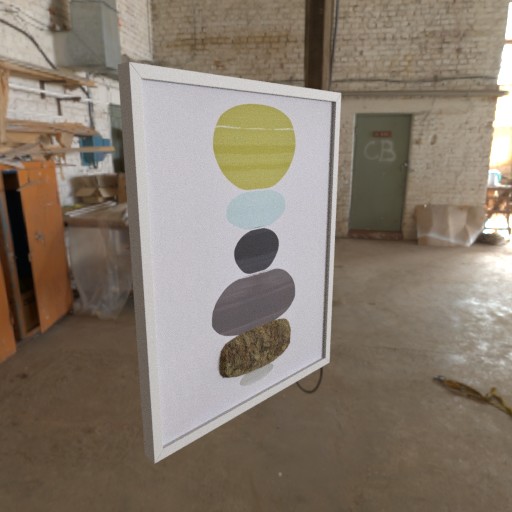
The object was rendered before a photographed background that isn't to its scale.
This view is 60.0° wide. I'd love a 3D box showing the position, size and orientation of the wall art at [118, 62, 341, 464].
[{"bbox_3d":[0.000,0.000,1.032,0.055,0.763,0.611,13,19,43],"label":"wall art"}]
